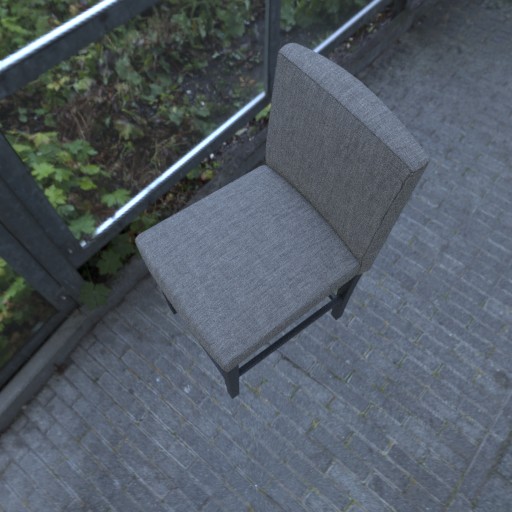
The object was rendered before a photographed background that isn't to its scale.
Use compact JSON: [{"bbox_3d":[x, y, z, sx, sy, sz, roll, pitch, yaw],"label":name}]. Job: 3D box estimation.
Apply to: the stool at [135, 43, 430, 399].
[{"bbox_3d":[0.000,0.000,1.278,0.552,0.966,0.451,-33,67,-16],"label":"stool"}]
